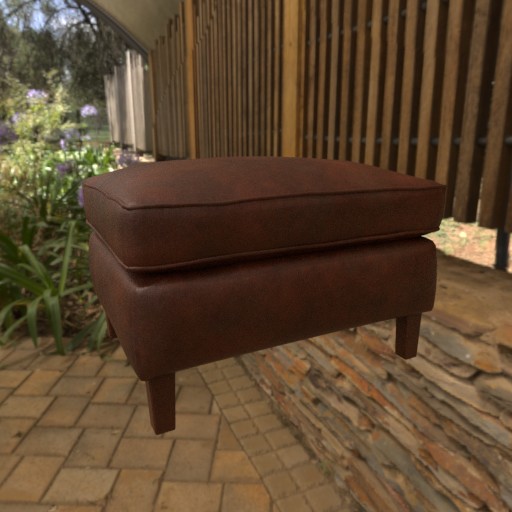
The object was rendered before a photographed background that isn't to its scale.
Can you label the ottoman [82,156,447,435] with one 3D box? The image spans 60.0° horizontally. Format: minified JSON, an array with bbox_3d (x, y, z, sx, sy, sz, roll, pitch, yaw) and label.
[{"bbox_3d":[0.000,0.000,0.987,0.665,0.432,0.501,-8,17,-26],"label":"ottoman"}]
